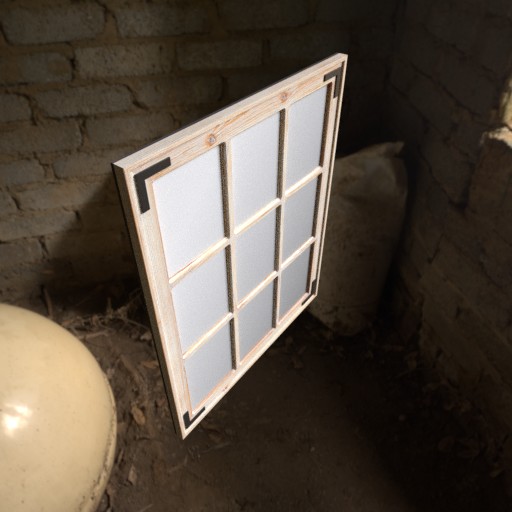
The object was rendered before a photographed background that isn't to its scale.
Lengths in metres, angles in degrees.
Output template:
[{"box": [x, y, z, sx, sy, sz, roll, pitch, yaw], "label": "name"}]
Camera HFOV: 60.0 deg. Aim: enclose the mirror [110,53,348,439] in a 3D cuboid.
[{"box": [0.000, 0.000, 1.215, 0.032, 0.882, 0.730, 27, 47, 28], "label": "mirror"}]
